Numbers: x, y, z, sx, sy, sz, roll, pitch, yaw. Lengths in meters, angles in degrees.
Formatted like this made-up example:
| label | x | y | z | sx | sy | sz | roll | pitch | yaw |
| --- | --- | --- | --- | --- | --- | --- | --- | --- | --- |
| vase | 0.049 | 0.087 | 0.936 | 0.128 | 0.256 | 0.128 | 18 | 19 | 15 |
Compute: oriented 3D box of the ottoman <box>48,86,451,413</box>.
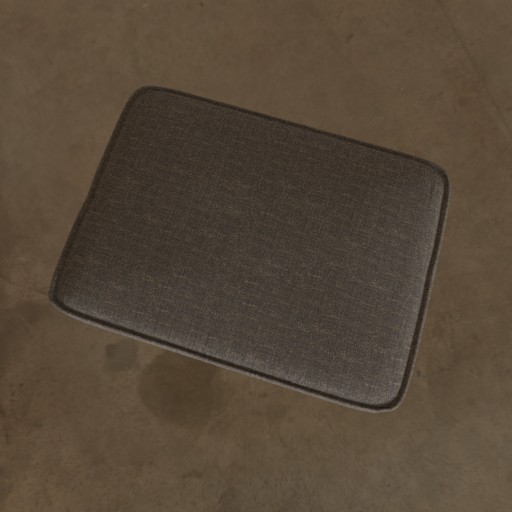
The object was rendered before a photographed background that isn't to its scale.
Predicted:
| label | x | y | z | sx | sy | sz | roll | pitch | yaw |
| --- | --- | --- | --- | --- | --- | --- | --- | --- | --- |
| ottoman | 0.000 | 0.000 | 1.093 | 0.749 | 0.450 | 0.549 | 17 | 77 | 4 |
